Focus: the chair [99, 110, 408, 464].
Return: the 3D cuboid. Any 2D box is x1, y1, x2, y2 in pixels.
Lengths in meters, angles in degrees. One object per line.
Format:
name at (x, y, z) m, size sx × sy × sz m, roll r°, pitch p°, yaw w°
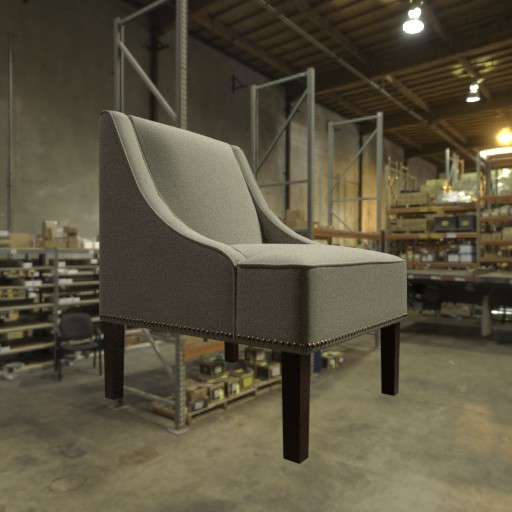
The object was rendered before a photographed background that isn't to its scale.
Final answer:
chair at (0.000, 0.000, 1.361) m, size 0.748 × 0.872 × 0.628 m, roll 1°, pitch 1°, yaw 38°
